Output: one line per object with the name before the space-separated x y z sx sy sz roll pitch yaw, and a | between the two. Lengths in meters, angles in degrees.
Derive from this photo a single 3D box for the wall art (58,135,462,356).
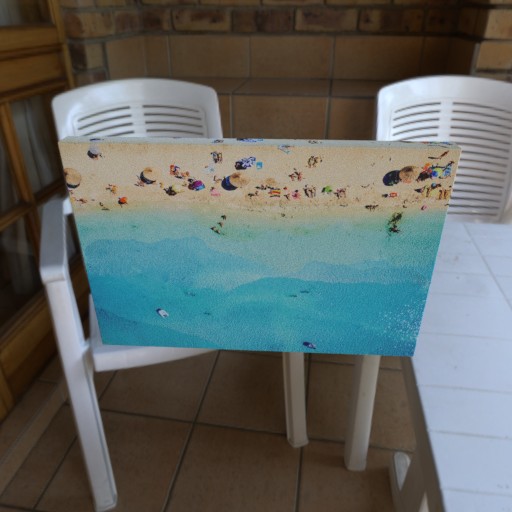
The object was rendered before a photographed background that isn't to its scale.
wall art | 0.000 0.000 1.149 0.894 0.595 0.057 2 30 3
